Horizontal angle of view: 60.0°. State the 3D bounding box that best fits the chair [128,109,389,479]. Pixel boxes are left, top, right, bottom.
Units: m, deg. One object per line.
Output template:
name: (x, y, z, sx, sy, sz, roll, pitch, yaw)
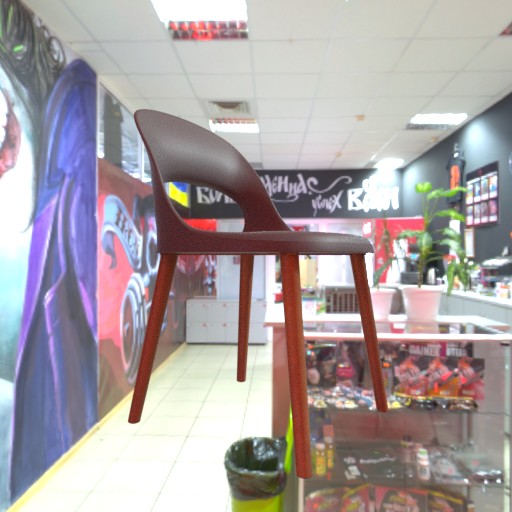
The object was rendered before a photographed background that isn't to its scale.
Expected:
chair: (0.000, 0.000, 1.111, 0.556, 0.795, 0.470, 0, 0, 35)
